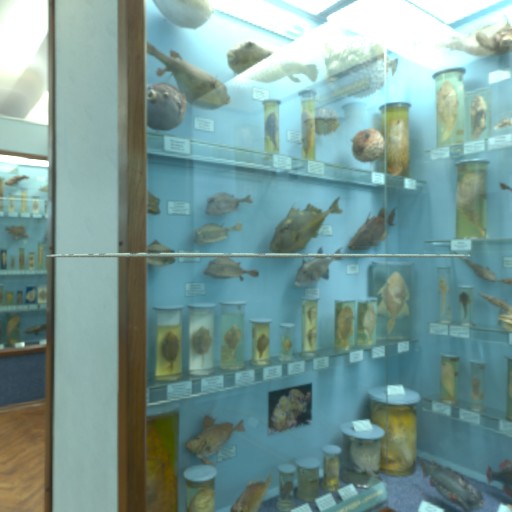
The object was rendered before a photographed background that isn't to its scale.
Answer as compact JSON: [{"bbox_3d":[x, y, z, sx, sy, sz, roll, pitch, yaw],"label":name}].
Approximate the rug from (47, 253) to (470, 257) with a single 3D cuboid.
[{"bbox_3d":[0.000,0.000,3.808,2.910,0.021,2.211,0,0,-36],"label":"rug"}]
